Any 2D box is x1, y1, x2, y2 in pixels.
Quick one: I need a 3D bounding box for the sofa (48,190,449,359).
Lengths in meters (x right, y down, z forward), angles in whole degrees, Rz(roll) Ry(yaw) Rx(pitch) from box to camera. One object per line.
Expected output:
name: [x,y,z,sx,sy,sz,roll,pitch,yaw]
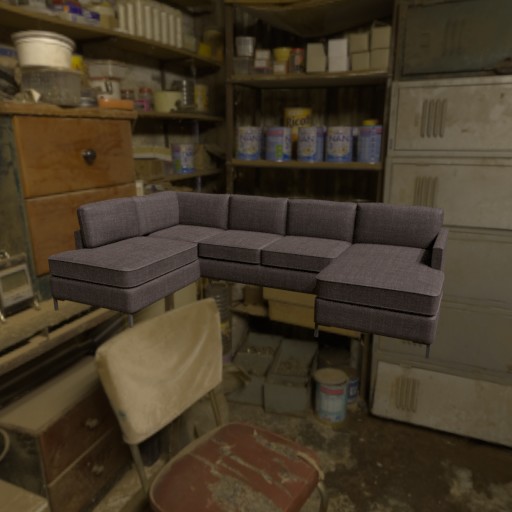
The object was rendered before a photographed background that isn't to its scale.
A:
sofa: [0.000,0.000,4.348,3.423,0.999,2.048,7,17,25]
